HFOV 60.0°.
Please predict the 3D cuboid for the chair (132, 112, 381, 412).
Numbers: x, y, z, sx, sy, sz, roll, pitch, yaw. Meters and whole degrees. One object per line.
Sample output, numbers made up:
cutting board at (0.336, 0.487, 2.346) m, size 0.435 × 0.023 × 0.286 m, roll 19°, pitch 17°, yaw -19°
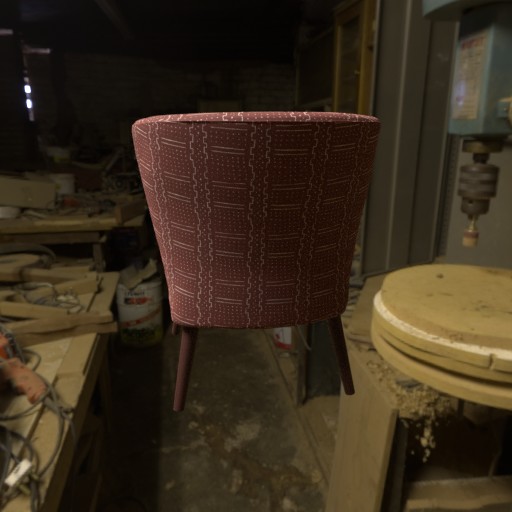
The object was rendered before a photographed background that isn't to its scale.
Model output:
chair at (0.000, 0.000, 1.430) m, size 0.706 × 0.866 × 0.758 m, roll -3°, pitch 17°, yaw -9°
